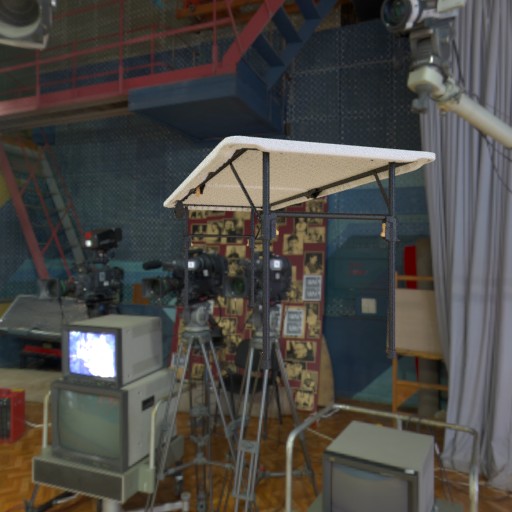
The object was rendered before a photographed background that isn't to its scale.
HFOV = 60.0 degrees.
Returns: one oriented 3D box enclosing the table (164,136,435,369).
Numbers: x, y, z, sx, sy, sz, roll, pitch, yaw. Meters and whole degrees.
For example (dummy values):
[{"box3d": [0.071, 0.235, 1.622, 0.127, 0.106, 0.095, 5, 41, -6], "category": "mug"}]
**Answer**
[{"box3d": [0.000, 0.000, 2.284, 0.761, 0.719, 1.829, 0, 0, -18], "category": "table"}]
